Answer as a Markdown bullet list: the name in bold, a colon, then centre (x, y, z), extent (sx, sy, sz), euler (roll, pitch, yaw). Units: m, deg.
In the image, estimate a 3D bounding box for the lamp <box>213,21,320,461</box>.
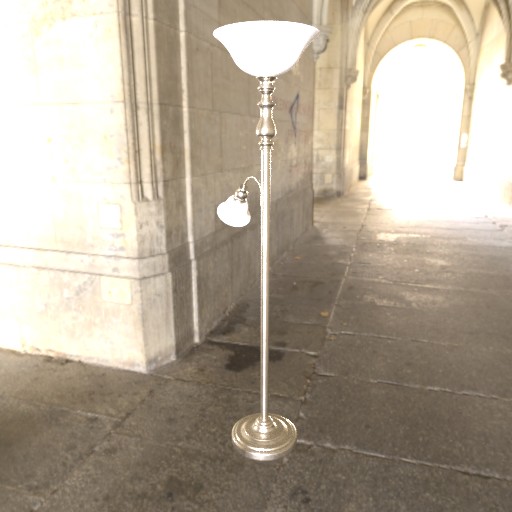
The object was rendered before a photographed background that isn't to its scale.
- **lamp**: centre (0.000, 0.000, 1.989), extent (0.405, 1.785, 0.575), euler (-8, 17, -27)
